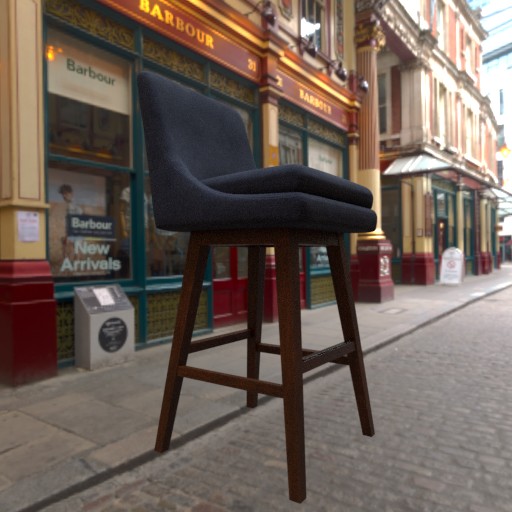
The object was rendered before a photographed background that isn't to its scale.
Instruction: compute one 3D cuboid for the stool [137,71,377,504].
[{"bbox_3d":[0.000,0.000,1.293,0.572,1.068,0.489,0,0,35],"label":"stool"}]
